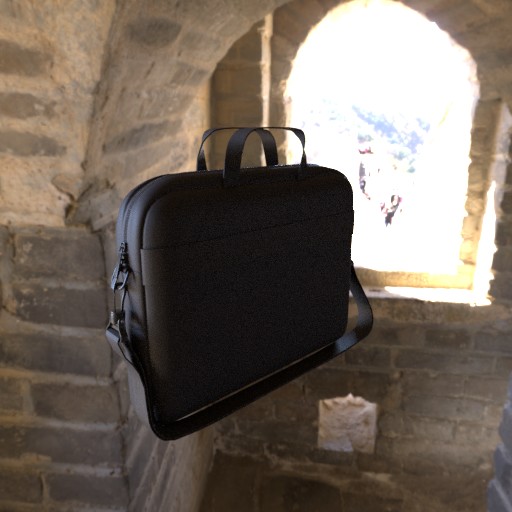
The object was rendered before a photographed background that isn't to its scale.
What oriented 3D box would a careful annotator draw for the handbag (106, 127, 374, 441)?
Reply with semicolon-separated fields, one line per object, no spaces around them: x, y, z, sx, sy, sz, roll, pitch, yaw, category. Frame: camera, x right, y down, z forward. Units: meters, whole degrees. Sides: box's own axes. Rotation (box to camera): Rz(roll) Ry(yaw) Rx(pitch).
0.000;0.000;0.593;0.429;0.330;0.126;-14;21;-41;handbag
